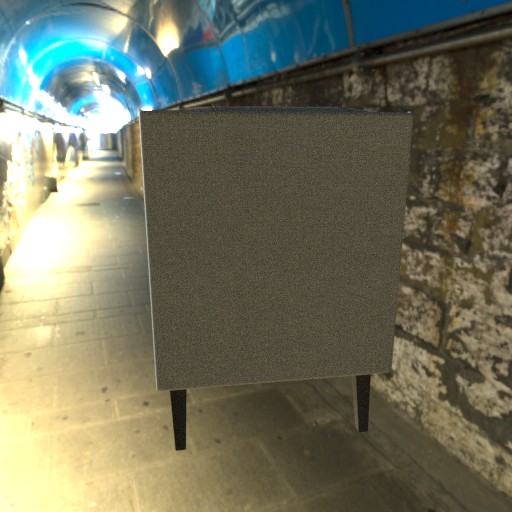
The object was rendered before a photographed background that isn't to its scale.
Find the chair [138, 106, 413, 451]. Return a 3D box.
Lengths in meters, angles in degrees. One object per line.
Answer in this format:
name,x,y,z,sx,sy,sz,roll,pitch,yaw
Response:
chair,0.000,0.000,1.463,0.658,0.891,0.772,-2,15,-8
